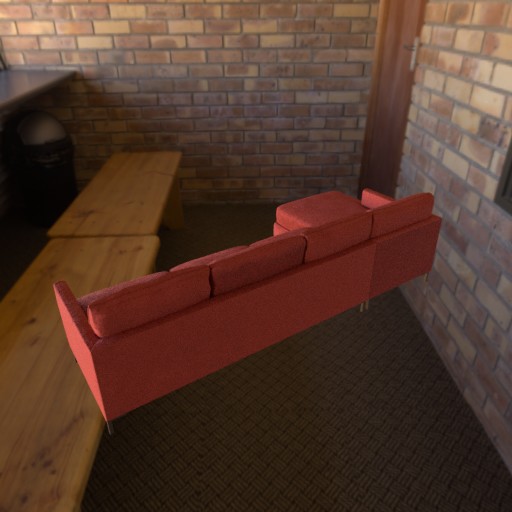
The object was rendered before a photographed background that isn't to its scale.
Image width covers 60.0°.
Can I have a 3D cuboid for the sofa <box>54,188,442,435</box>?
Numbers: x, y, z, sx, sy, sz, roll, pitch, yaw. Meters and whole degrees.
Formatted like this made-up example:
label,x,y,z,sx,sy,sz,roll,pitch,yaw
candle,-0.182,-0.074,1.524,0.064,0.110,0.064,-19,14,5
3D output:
label,x,y,z,sx,sy,sz,roll,pitch,yaw
sofa,0.000,0.000,4.071,3.400,0.967,1.500,-19,34,-30
